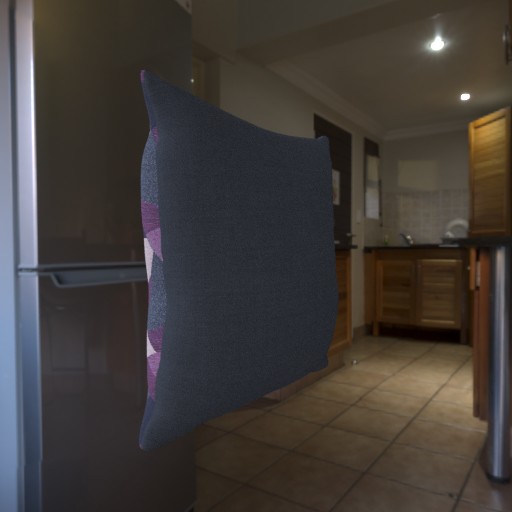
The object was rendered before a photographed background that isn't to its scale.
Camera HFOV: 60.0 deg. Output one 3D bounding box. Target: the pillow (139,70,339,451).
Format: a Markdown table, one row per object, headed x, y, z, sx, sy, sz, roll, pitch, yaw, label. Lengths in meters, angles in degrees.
| x | y | z | sx | sy | sz | roll | pitch | yaw | label |
| --- | --- | --- | --- | --- | --- | --- | --- | --- | --- |
| 0.000 | 0.000 | 0.765 | 0.208 | 0.496 | 0.503 | 1 | 2 | 37 | pillow |
